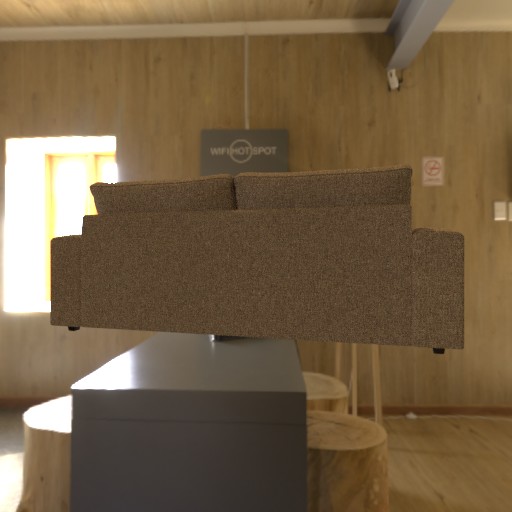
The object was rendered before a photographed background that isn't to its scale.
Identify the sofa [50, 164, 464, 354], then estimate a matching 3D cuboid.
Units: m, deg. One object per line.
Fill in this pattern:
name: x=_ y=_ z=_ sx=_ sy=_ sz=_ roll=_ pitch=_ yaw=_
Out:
sofa: x=0.000 y=0.000 z=2.836 sx=2.299 sy=0.922 sz=1.040 roll=0 pitch=0 yaw=17
